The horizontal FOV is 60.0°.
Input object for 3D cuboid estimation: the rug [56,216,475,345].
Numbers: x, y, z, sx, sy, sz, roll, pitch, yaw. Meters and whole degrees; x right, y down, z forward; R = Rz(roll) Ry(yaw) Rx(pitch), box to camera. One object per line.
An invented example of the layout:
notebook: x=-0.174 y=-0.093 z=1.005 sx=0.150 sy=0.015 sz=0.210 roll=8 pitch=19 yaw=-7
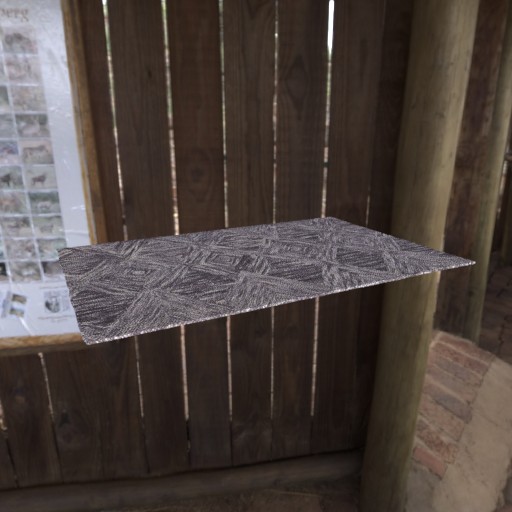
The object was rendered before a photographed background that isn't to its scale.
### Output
rug: x=0.000 y=0.000 z=2.275 sx=1.814 sy=0.012 sz=1.186 roll=-9 pitch=19 yaw=-26
